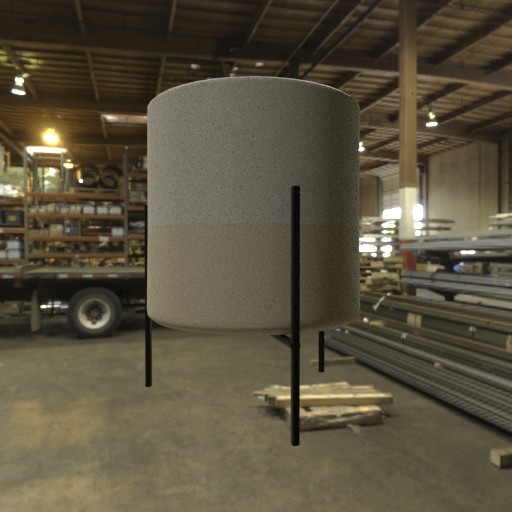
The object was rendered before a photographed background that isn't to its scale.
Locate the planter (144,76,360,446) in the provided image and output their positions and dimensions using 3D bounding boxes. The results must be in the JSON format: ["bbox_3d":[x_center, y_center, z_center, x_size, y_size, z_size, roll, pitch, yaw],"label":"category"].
[{"bbox_3d":[0.000,0.000,0.656,0.313,0.423,0.335,0,1,-16],"label":"planter"}]
